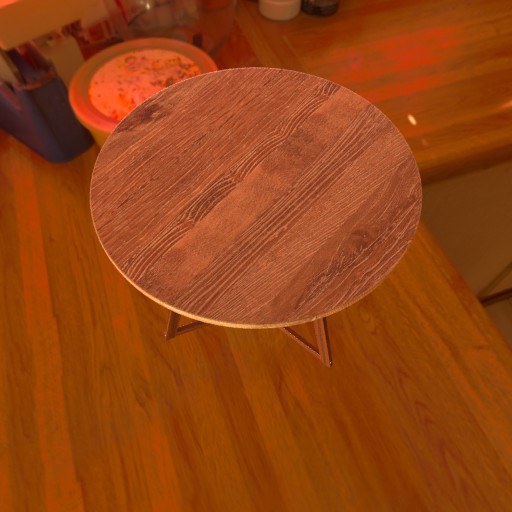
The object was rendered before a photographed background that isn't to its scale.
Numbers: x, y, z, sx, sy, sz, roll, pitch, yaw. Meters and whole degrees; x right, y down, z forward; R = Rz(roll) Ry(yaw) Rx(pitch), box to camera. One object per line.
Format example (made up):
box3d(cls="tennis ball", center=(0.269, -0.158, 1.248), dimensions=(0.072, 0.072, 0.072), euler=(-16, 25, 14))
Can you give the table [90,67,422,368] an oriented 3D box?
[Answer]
box3d(cls="table", center=(0.000, 0.000, 0.890), dimensions=(0.500, 0.500, 0.500), euler=(0, 59, 0))
